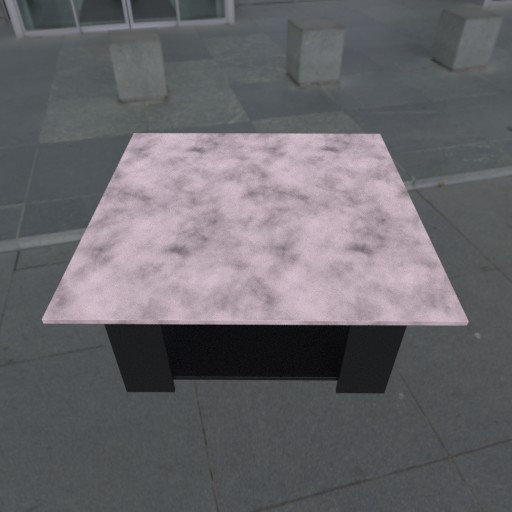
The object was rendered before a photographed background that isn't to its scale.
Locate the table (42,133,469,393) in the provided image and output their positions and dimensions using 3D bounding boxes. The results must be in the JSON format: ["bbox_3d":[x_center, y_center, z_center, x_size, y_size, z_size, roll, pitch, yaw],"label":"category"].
[{"bbox_3d":[0.000,0.000,1.048,0.670,0.305,0.670,0,40,0],"label":"table"}]
